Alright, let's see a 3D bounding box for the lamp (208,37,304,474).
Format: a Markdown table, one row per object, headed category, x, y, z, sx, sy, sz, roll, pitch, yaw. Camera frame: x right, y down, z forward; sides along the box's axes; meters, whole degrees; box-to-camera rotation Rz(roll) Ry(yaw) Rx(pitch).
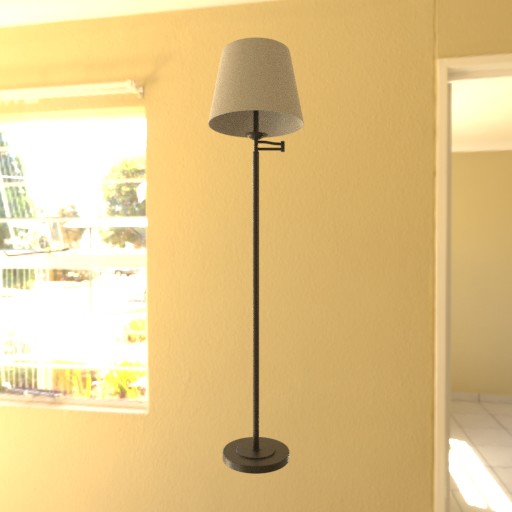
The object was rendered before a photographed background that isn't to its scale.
| category | x | y | z | sx | sy | sz | roll | pitch | yaw |
| --- | --- | --- | --- | --- | --- | --- | --- | --- | --- |
| lamp | 0.000 | 0.000 | 1.618 | 0.348 | 1.473 | 0.348 | 0 | 0 | 0 |
